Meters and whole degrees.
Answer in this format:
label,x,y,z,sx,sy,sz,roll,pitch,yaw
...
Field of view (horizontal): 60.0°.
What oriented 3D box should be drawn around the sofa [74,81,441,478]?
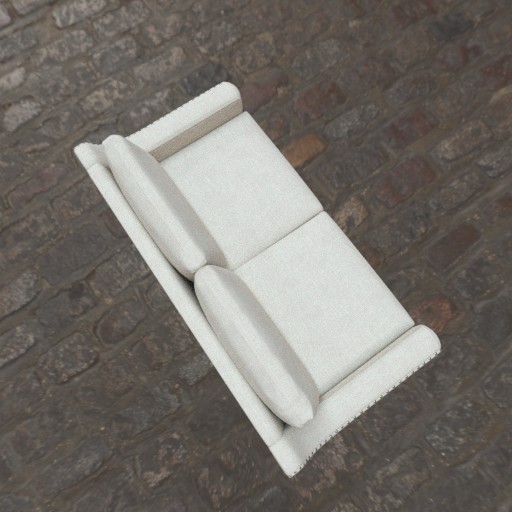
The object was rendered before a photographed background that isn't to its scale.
label,x,y,z,sx,sy,sz,roll,pitch,yaw
sofa,0.000,0.000,2.701,1.104,0.983,2.107,-34,77,-9
